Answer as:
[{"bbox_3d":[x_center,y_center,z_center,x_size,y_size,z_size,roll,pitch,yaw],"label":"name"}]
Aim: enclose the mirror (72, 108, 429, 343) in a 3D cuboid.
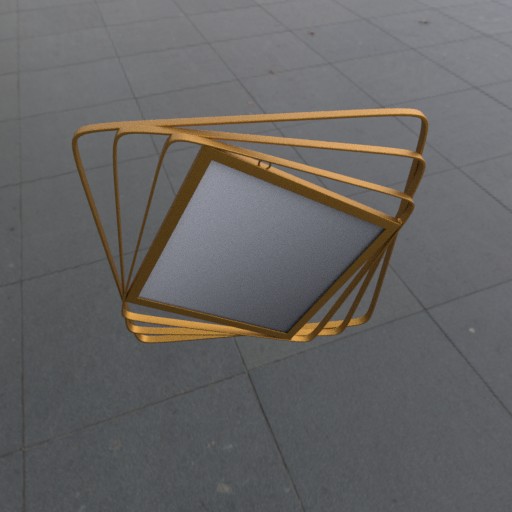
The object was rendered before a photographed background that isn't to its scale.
[{"bbox_3d":[0.000,0.000,0.711,0.470,0.468,0.045,-4,45,-4],"label":"mirror"}]
